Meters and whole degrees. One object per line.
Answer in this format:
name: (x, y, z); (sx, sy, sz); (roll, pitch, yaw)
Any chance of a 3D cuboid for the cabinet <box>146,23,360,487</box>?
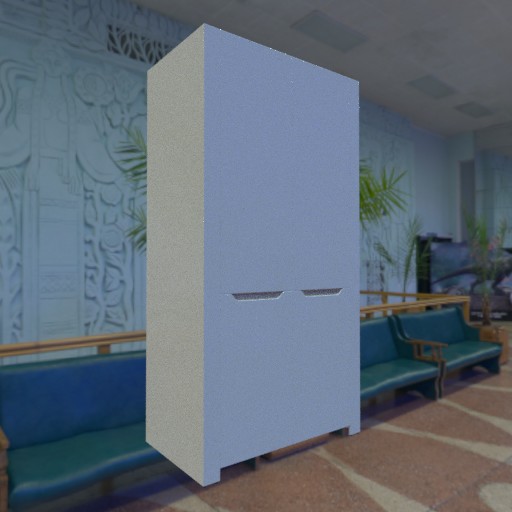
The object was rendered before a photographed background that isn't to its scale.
cabinet: (0.000, 0.000, 2.356); (0.980, 1.920, 0.580); (1, -1, -37)
